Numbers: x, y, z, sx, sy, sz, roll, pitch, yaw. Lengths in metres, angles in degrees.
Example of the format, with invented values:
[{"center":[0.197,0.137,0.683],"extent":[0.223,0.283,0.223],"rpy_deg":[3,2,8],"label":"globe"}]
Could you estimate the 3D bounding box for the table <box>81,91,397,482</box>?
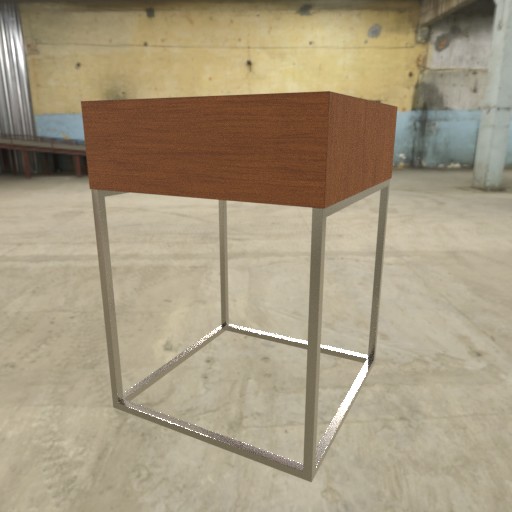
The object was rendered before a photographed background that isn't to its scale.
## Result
[{"center":[0.000,0.000,0.833],"extent":[0.397,0.540,0.398],"rpy_deg":[8,18,27],"label":"table"}]
